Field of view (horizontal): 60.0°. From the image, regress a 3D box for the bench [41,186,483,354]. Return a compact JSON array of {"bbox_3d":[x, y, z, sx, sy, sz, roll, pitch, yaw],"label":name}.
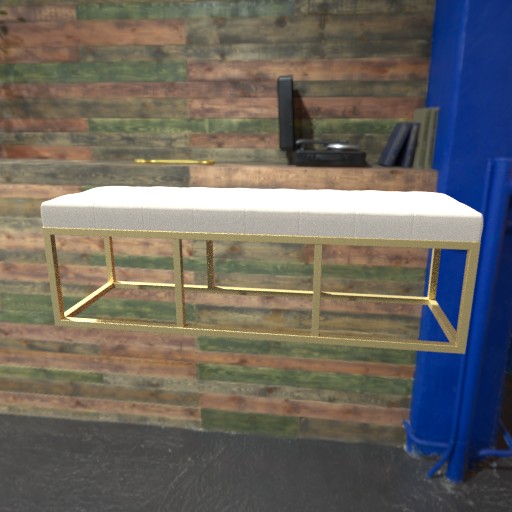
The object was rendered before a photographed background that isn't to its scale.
[{"bbox_3d":[0.000,0.000,1.722,1.473,0.484,0.457,2,16,8],"label":"bench"}]
